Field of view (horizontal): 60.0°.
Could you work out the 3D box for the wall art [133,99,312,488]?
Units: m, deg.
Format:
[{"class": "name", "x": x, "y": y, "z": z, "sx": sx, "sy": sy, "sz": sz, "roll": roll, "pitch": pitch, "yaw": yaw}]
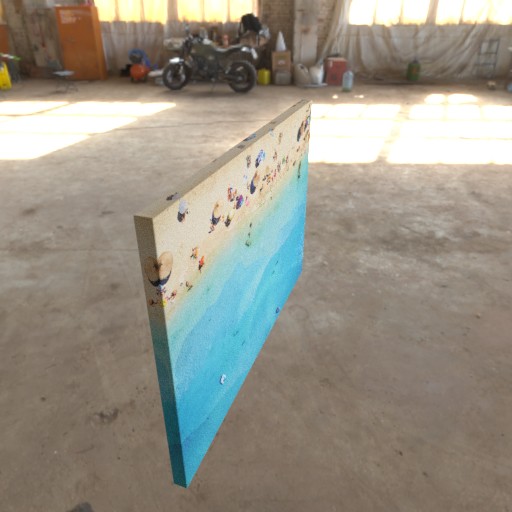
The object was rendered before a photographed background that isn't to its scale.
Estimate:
[{"class": "wall art", "x": 0.000, "y": 0.000, "z": 1.422, "sx": 0.040, "sy": 0.769, "sz": 1.136, "roll": 10, "pitch": 32, "yaw": 17}]
